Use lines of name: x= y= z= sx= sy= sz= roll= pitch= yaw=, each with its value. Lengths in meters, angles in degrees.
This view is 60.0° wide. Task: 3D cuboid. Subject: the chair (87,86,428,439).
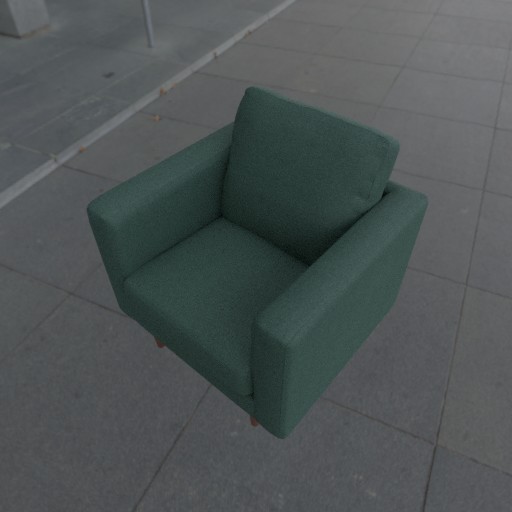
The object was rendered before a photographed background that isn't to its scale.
chair: x=0.000 y=0.000 z=1.600 sx=0.855 sy=0.927 sz=0.800 roll=31 pitch=52 yaw=28
